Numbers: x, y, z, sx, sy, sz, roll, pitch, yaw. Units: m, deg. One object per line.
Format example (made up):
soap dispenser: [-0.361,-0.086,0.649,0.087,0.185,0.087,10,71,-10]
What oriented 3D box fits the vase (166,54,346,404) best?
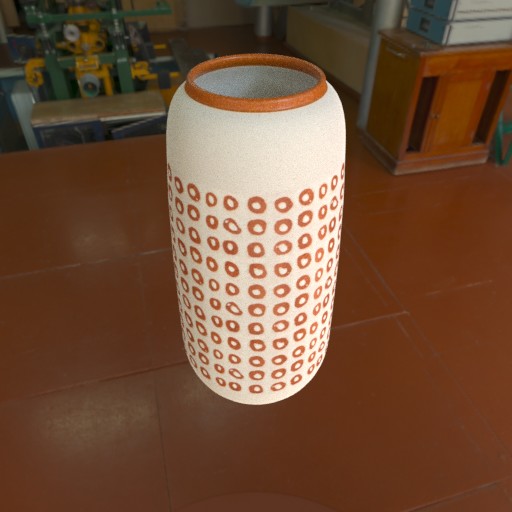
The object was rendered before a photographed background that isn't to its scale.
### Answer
vase: [0.000,0.000,0.352,0.133,0.282,0.133,0,40,0]
